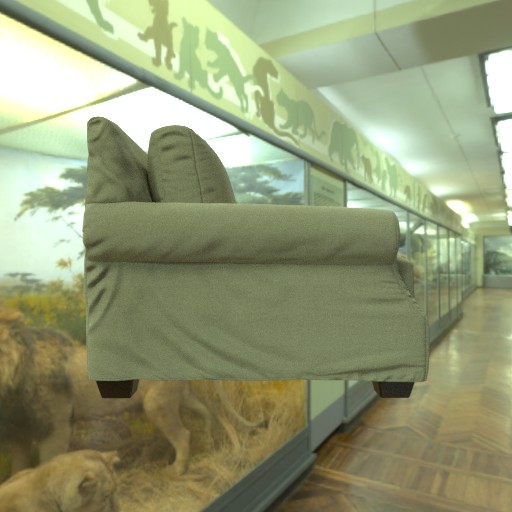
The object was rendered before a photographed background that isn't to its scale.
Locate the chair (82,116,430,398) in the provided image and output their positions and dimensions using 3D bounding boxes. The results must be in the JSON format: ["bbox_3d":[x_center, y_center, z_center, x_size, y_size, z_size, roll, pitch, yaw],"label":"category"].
[{"bbox_3d":[0.000,0.000,1.712,1.066,0.866,0.940,0,0,0],"label":"chair"}]
